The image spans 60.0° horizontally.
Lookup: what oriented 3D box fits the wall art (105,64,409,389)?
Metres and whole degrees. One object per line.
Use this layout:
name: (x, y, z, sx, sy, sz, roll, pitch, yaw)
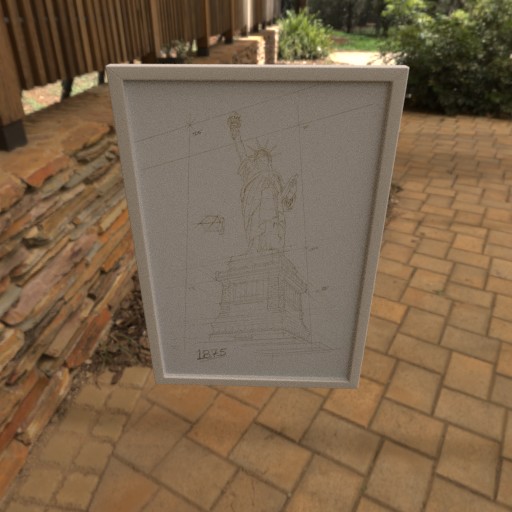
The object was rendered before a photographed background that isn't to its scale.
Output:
wall art: (0.000, 0.000, 1.022, 0.556, 0.813, 0.026, 1, 30, 2)
